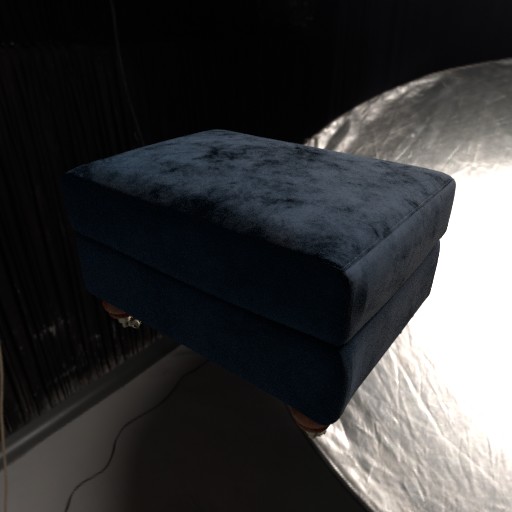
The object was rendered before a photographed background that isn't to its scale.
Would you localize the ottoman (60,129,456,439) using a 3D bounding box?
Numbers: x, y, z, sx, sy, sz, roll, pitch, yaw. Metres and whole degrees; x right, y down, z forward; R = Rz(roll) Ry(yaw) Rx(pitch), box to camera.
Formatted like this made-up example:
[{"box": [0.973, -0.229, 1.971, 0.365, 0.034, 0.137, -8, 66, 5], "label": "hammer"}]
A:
[{"box": [0.000, 0.000, 1.118, 0.773, 0.503, 0.572, 20, 35, 32], "label": "ottoman"}]
